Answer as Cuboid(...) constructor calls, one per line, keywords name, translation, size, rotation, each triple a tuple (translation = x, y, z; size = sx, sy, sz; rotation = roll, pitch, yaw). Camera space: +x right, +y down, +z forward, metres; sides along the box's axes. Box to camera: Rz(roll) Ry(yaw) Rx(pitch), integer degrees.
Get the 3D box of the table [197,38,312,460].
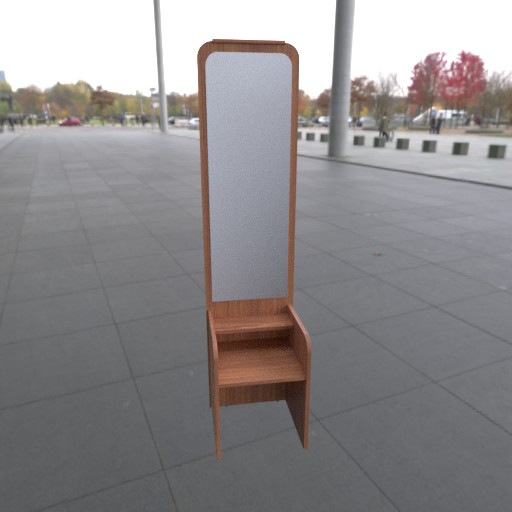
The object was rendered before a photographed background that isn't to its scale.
Cuboid(name="table", translation=(0.000, 0.000, 1.999), size=(0.450, 1.830, 0.420), rotation=(-3, 18, -9))
